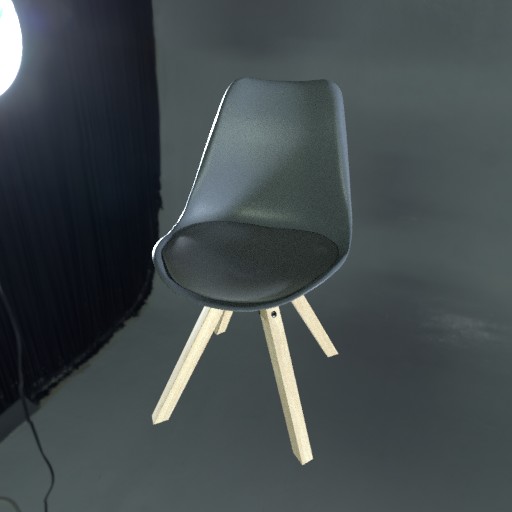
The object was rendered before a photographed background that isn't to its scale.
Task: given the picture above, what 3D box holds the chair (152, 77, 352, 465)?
[{"bbox_3d":[0.000,0.000,1.189,0.485,0.850,0.550,8,28,16],"label":"chair"}]
